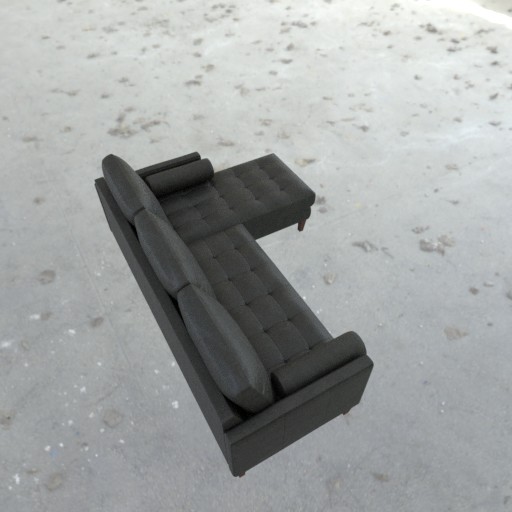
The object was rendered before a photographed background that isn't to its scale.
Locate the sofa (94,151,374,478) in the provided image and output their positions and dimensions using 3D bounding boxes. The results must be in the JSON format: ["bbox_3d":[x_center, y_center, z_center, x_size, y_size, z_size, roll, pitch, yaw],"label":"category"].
[{"bbox_3d":[0.000,0.000,2.970,1.497,0.876,2.178,-23,51,-20],"label":"sofa"}]
